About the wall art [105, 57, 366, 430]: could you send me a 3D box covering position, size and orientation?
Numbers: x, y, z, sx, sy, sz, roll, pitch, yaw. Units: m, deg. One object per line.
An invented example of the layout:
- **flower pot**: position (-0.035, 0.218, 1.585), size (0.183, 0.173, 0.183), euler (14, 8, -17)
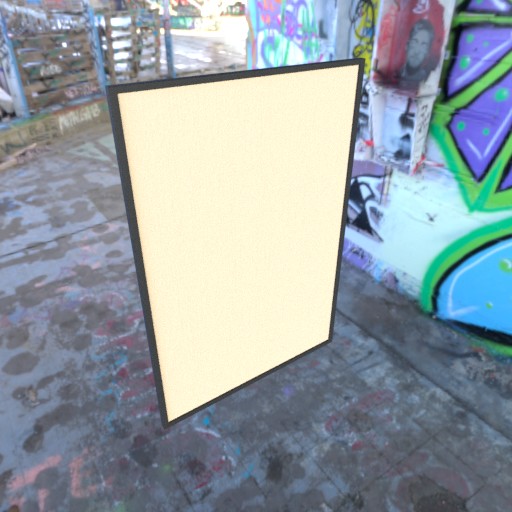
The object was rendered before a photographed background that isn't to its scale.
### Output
- **wall art**: position (0.000, 0.000, 0.843), size (0.460, 0.660, 0.013), euler (-20, 36, -29)
